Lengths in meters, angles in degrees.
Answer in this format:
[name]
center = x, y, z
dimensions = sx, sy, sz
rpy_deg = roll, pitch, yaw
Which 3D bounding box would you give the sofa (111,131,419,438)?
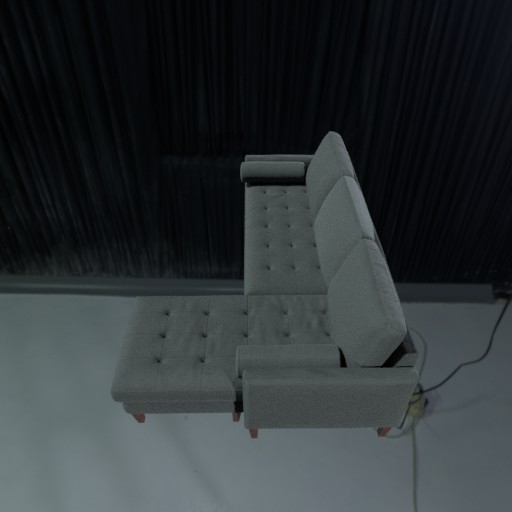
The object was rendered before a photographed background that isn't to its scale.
[sofa]
center = 0.000, 0.000, 2.980
dimensions = 1.506, 0.876, 2.178
rpy_deg = 0, 41, -1
